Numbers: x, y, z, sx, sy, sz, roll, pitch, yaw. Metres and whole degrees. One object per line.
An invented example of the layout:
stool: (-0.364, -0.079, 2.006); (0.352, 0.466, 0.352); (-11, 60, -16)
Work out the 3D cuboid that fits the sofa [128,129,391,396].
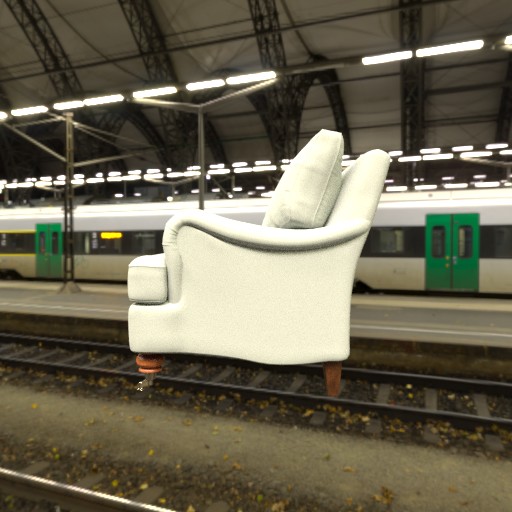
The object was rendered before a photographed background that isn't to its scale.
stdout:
sofa: (0.000, 0.000, 2.813); (1.069, 1.096, 2.193); (0, 1, 0)
